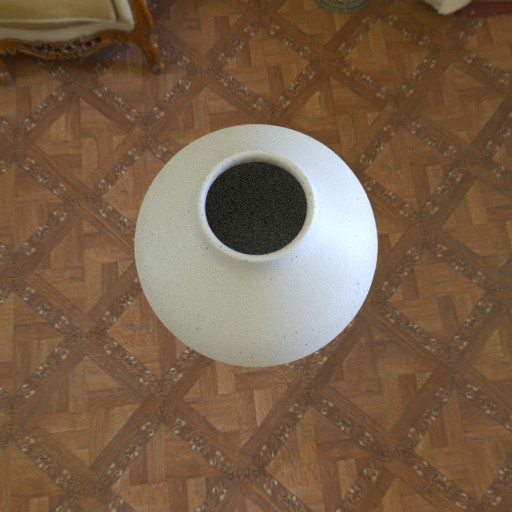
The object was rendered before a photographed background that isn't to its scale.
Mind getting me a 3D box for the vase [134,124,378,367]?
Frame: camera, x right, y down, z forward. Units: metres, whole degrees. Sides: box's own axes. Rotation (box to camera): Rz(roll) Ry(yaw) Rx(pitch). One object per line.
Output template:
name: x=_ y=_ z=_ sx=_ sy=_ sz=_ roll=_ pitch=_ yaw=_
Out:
vase: x=0.000 y=0.000 z=0.349 sx=0.169 sy=0.240 sz=0.169 roll=0 pitch=77 yaw=0
